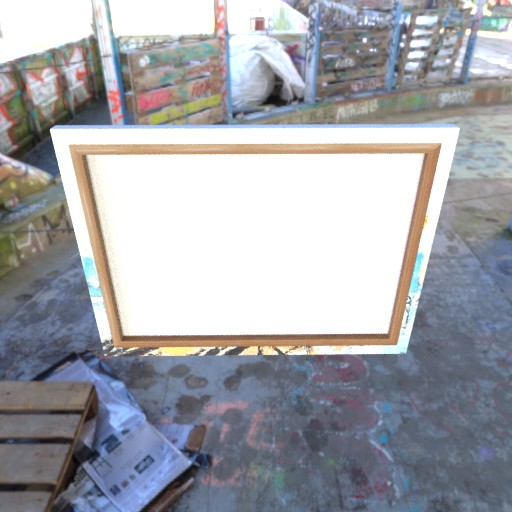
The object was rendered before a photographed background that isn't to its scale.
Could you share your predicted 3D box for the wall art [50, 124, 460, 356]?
[{"bbox_3d":[0.000,0.000,1.309,1.016,0.762,0.038,0,32,-1],"label":"wall art"}]
